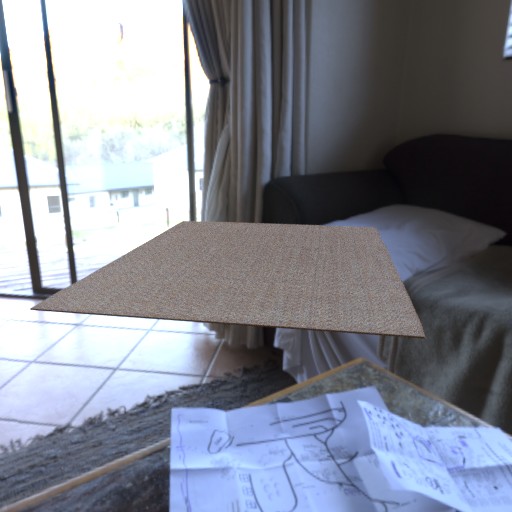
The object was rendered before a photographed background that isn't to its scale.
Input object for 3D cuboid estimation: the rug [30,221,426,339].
[{"bbox_3d":[0.000,0.000,4.072,2.439,0.013,3.048,3,16,9],"label":"rug"}]
